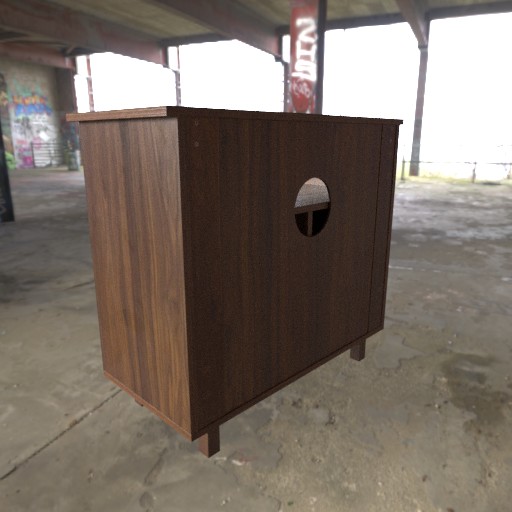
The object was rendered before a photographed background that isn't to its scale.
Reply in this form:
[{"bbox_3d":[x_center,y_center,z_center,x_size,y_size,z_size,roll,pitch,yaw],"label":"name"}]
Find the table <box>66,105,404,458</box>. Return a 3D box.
[{"bbox_3d":[0.000,0.000,1.208,0.390,0.725,0.802,14,21,43],"label":"table"}]
